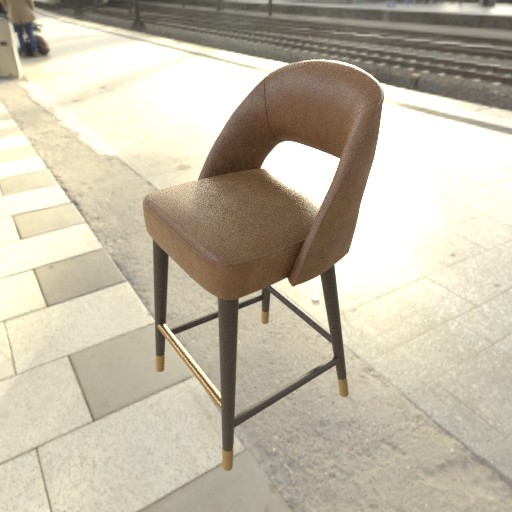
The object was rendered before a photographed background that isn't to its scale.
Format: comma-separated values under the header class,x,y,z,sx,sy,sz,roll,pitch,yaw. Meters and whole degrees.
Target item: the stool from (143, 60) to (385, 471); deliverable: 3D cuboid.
class,x,y,z,sx,sy,sz,roll,pitch,yaw
stool,0.000,0.000,1.205,0.509,0.940,0.494,-20,37,-29
